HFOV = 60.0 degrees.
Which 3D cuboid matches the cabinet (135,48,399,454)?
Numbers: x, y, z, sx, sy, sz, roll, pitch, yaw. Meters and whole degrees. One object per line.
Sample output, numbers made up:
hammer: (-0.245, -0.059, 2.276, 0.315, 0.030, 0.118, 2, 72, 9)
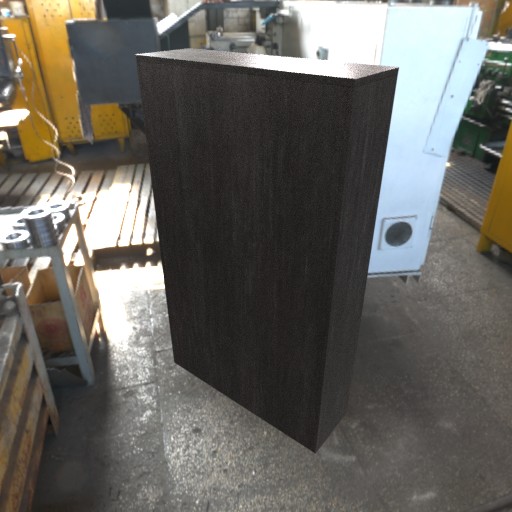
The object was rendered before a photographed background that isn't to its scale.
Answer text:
cabinet: (0.000, 0.000, 1.572, 0.750, 1.280, 0.250, 22, 37, 32)
